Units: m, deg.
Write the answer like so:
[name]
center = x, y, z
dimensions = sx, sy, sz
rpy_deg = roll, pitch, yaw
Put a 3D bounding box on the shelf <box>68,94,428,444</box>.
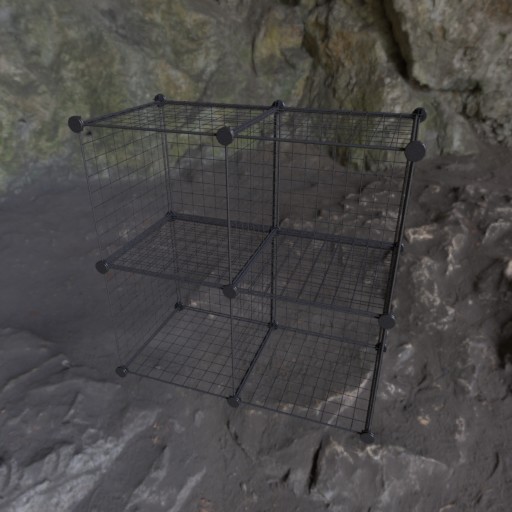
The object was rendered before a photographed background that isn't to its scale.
[shelf]
center = 0.000, 0.000, 1.132
dimensions = 0.711, 0.711, 0.356
rpy_deg = 9, 29, 17
